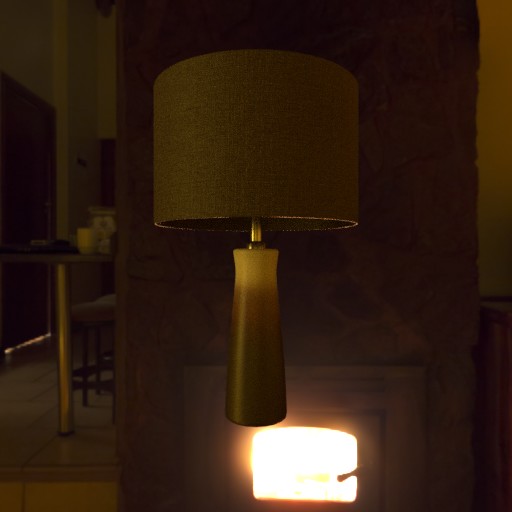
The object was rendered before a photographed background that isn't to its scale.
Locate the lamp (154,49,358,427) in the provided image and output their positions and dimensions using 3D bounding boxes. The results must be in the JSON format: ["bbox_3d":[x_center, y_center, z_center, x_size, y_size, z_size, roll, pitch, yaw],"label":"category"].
[{"bbox_3d":[0.000,0.000,0.673,0.303,0.488,0.303,0,0,0],"label":"lamp"}]
